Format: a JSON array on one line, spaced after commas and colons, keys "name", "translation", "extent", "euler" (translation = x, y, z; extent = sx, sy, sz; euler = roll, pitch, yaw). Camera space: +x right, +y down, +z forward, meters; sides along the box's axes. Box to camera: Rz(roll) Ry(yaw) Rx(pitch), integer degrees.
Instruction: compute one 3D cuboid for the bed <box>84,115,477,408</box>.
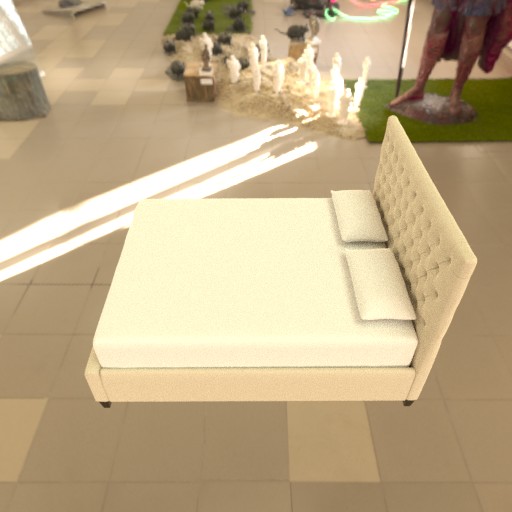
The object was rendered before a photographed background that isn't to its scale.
[{"name": "bed", "translation": [0.000, 0.000, 3.279], "extent": [2.233, 1.426, 1.696], "euler": [0, 42, 0]}]
